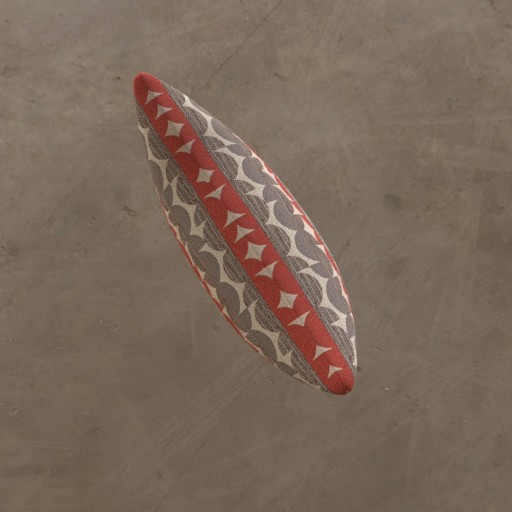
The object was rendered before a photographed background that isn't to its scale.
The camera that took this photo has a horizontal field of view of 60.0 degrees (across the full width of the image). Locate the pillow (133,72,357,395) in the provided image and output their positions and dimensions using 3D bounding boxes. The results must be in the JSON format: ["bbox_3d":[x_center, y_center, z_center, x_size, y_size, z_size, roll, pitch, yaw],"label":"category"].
[{"bbox_3d":[0.000,0.000,0.655,0.180,0.410,0.420,-32,78,-8],"label":"pillow"}]
